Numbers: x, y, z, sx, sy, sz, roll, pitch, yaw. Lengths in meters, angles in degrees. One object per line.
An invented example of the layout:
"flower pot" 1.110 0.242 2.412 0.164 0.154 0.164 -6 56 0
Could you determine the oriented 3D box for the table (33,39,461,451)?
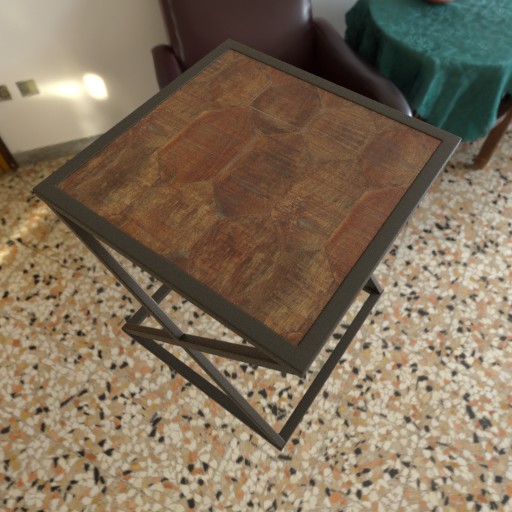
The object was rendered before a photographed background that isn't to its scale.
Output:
"table" 0.000 0.000 0.957 0.500 0.565 0.500 31 63 18
